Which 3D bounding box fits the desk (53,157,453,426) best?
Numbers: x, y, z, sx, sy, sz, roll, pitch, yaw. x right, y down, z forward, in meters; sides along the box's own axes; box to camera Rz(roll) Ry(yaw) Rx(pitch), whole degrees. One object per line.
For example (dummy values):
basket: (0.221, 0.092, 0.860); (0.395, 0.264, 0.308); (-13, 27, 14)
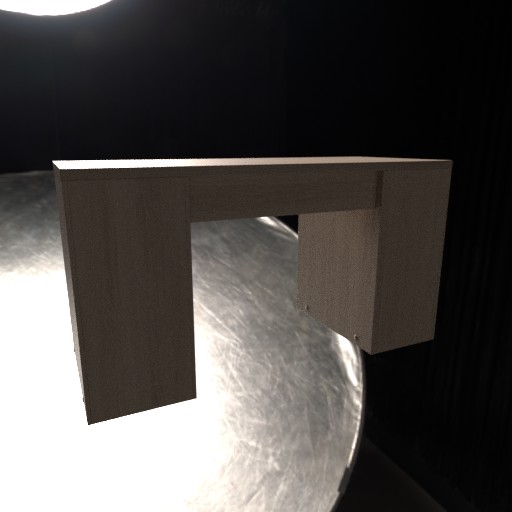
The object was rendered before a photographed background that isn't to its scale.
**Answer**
desk: (0.000, 0.000, 1.759); (1.390, 0.740, 0.600); (-7, 16, -25)
